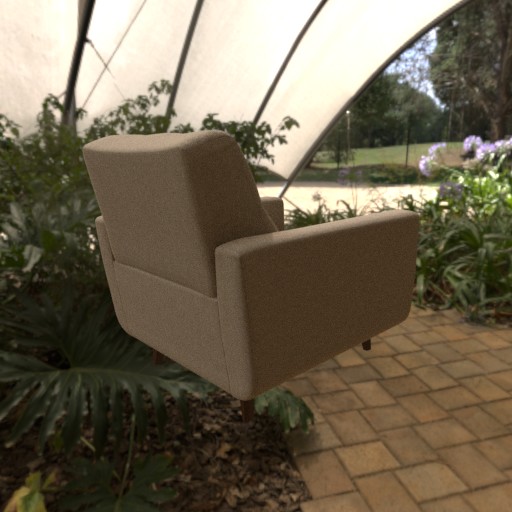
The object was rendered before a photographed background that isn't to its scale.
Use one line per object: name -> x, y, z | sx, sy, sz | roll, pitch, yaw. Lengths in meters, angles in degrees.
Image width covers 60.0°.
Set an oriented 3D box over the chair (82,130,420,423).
chair -> 0.000, 0.000, 1.840 | 1.128, 0.965, 0.897 | -13, 18, -42
